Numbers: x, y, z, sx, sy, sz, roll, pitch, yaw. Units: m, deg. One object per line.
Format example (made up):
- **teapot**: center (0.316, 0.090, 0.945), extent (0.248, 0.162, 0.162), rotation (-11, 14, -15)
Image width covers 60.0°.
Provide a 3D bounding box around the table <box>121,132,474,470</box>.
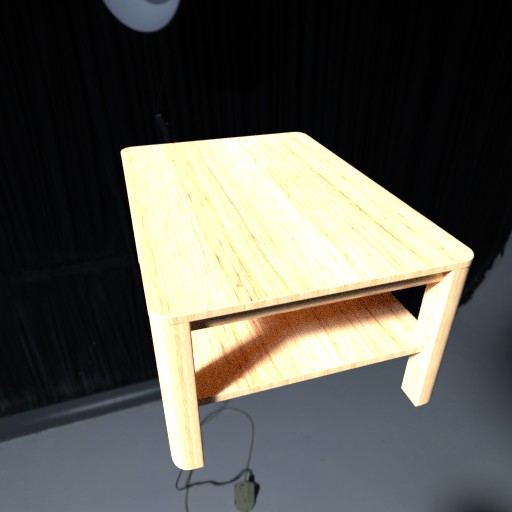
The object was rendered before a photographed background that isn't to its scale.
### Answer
- **table**: center (0.000, 0.000, 1.372), extent (0.696, 0.445, 0.997), rotation (-9, 33, -15)
